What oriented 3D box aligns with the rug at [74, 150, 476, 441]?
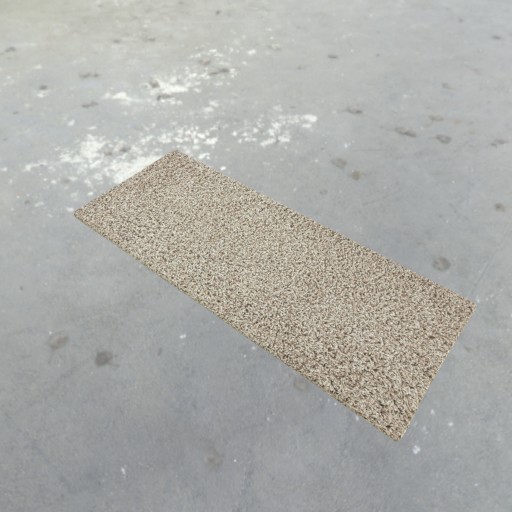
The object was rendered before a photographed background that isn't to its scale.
[{"bbox_3d":[0.000,0.000,1.733,1.524,0.030,0.609,31,54,25],"label":"rug"}]
